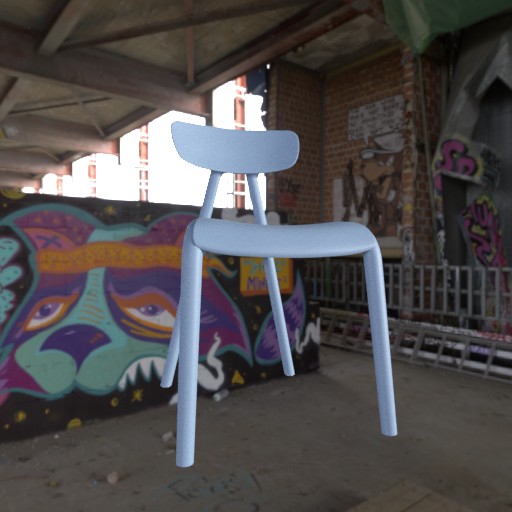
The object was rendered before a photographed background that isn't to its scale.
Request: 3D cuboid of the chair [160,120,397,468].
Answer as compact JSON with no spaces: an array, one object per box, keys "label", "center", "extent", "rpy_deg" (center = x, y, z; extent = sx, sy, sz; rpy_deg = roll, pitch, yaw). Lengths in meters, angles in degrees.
[{"label":"chair","center":[0.000,0.000,0.846],"extent":[0.356,0.580,0.401],"rpy_deg":[0,0,-18]}]
